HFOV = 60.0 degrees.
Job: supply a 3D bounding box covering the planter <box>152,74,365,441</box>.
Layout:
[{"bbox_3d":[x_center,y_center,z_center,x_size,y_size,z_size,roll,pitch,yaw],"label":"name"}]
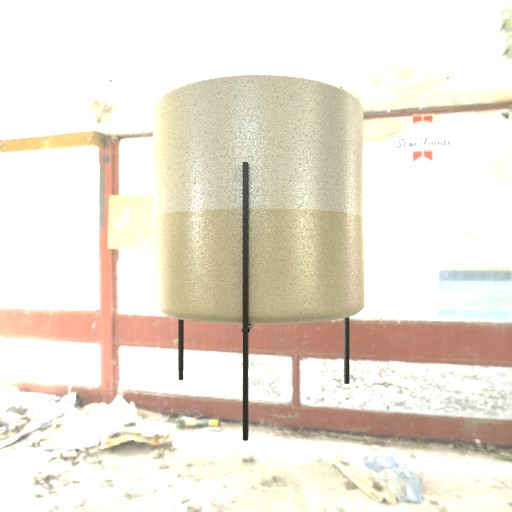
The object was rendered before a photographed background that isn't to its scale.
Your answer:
[{"bbox_3d":[0.000,0.000,0.769,0.368,0.484,0.359,0,-1,35],"label":"planter"}]
